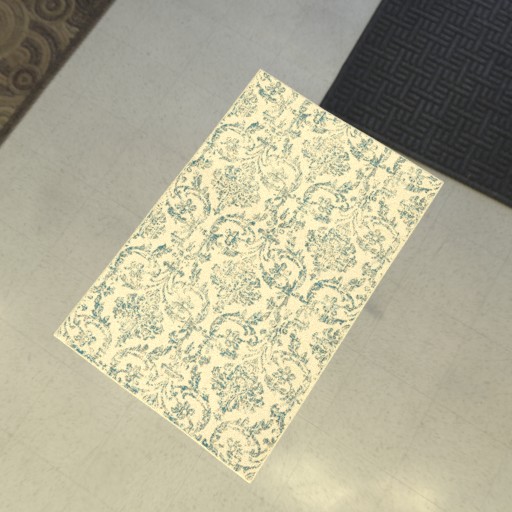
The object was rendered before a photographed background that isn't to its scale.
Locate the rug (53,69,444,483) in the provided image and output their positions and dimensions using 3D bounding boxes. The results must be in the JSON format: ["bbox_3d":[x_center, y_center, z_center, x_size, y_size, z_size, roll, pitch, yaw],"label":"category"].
[{"bbox_3d":[0.000,0.000,3.468,1.819,0.018,2.746,34,80,7],"label":"rug"}]
